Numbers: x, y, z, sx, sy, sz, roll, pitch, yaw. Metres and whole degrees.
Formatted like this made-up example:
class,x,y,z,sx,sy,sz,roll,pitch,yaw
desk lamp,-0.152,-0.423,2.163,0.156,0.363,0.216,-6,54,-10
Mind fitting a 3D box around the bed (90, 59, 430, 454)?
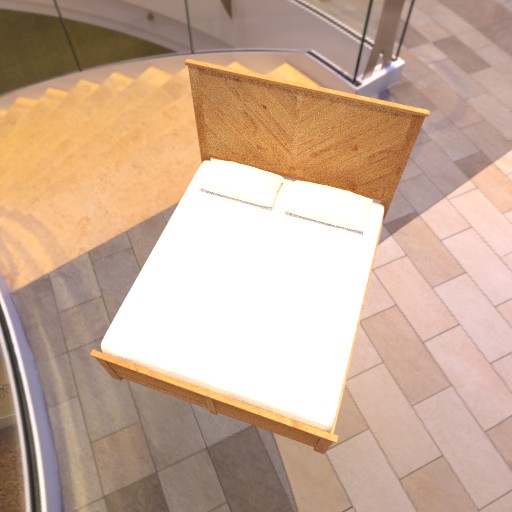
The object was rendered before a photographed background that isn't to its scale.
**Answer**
class,x,y,z,sx,sy,sz,roll,pitch,yaw
bed,0.000,0.000,4.096,2.225,1.938,2.530,16,59,10
